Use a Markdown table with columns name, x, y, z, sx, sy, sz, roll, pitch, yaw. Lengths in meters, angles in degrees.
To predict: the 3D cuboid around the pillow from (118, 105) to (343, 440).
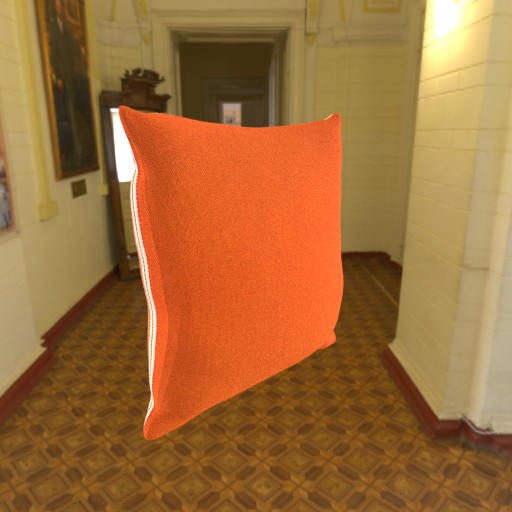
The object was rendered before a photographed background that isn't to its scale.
| name | x | y | z | sx | sy | sz | roll | pitch | yaw |
| --- | --- | --- | --- | --- | --- | --- | --- | --- | --- |
| pillow | 0.000 | 0.000 | 0.694 | 0.182 | 0.441 | 0.440 | 14 | 21 | 42 |
